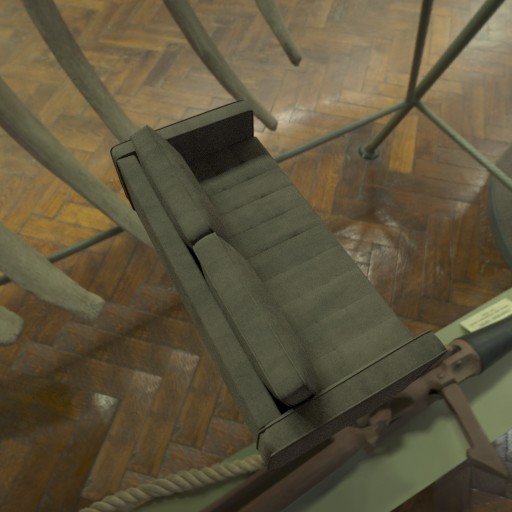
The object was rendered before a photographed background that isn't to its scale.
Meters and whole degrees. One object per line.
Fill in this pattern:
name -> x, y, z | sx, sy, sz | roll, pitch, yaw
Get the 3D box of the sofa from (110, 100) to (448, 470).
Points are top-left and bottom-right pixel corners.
sofa -> 0.000, 0.000, 2.430 | 0.924, 0.825, 1.920 | -25, 62, -15
